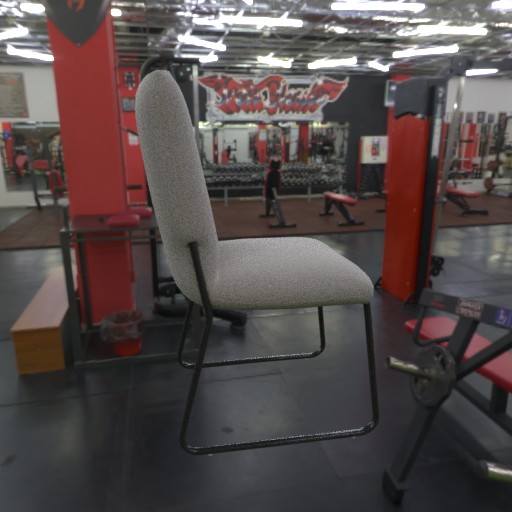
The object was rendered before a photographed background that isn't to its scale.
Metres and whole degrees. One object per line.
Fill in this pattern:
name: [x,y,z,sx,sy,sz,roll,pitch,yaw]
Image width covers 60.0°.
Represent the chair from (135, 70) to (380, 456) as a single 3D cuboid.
chair: [0.000,0.000,1.177,0.560,0.864,0.448,-3,15,-10]
